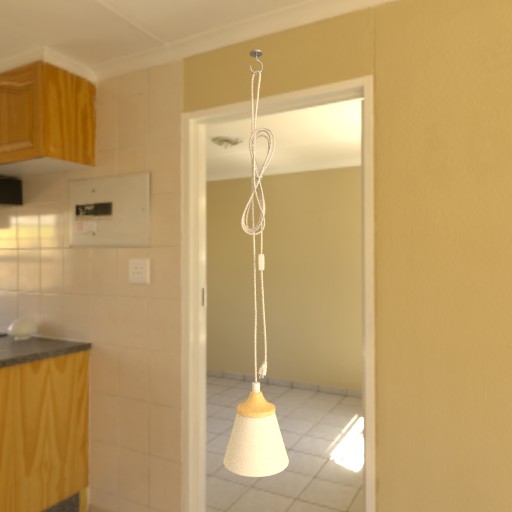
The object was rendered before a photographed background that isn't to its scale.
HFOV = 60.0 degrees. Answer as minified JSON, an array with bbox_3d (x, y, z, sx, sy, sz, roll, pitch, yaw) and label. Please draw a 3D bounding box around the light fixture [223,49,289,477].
[{"bbox_3d":[0.000,0.000,1.049,0.153,0.966,0.153,0,-1,18],"label":"light fixture"}]
